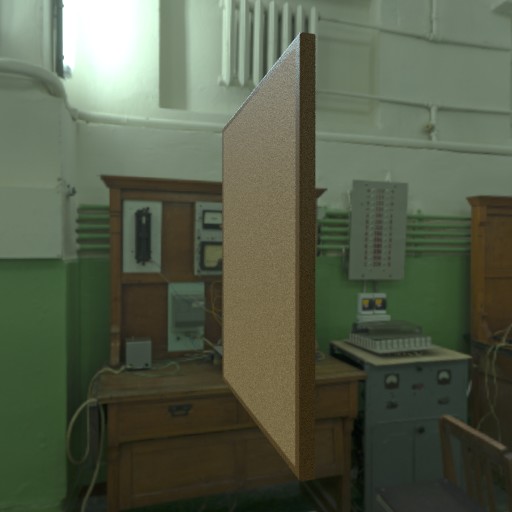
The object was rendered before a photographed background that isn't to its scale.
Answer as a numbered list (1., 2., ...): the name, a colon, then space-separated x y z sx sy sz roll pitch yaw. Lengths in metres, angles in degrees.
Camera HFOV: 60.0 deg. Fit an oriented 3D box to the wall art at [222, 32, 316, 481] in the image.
1. wall art: 0.000 0.000 0.759 0.021 0.550 0.449 0 1 -17
